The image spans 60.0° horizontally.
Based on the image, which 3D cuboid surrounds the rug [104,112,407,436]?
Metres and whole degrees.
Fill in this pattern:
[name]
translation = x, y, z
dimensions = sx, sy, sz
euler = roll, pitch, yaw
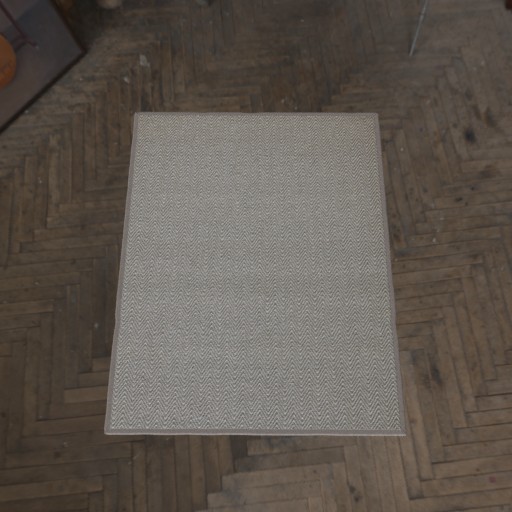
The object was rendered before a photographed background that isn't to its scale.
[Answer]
[rug]
translation = 0.000, 0.000, 3.995
dimensions = 2.434, 0.032, 3.007
euler = 0, 73, 0
